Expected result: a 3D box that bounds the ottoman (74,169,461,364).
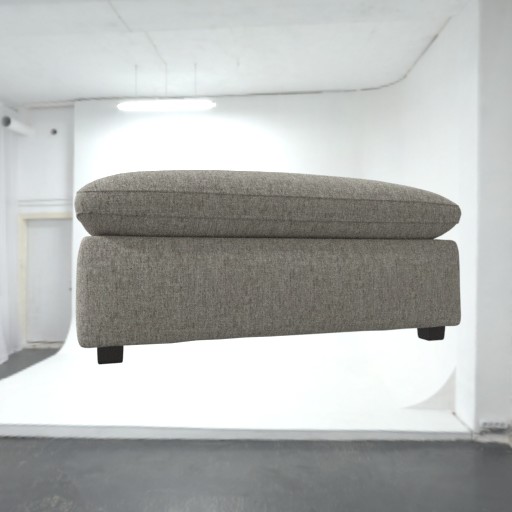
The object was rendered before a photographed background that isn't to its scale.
[{"bbox_3d":[0.000,0.000,1.337,0.977,0.451,0.694,0,0,-17],"label":"ottoman"}]
